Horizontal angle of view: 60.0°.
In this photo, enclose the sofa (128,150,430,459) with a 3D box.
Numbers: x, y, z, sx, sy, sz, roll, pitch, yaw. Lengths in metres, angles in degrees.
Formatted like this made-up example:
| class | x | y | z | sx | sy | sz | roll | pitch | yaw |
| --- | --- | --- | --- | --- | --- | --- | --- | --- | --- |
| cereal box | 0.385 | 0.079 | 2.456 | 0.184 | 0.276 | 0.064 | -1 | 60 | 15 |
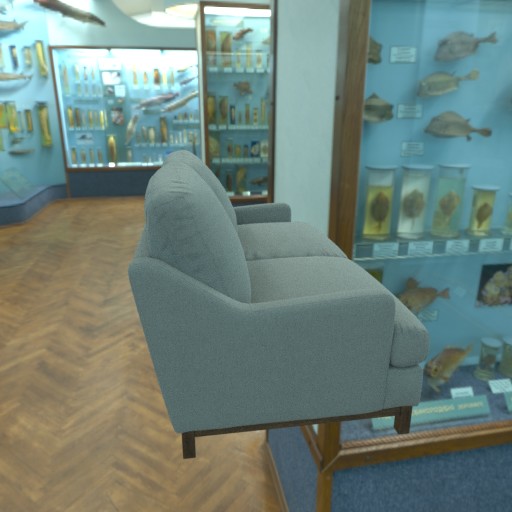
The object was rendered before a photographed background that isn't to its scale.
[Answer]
| class | x | y | z | sx | sy | sz | roll | pitch | yaw |
| --- | --- | --- | --- | --- | --- | --- | --- | --- | --- |
| sofa | 0.000 | 0.000 | 2.129 | 0.987 | 0.921 | 1.589 | -3 | 18 | -8 |
